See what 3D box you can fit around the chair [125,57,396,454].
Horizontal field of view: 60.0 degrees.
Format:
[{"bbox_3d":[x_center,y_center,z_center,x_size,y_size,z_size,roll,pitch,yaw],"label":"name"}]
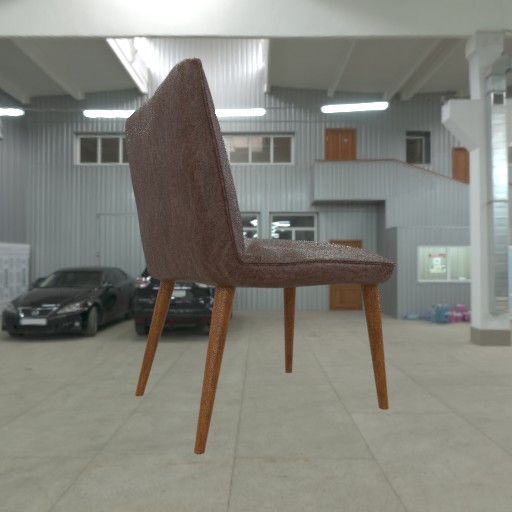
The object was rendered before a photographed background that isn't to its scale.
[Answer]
[{"bbox_3d":[0.000,0.000,1.218,0.645,0.803,0.543,0,-1,-35],"label":"chair"}]
